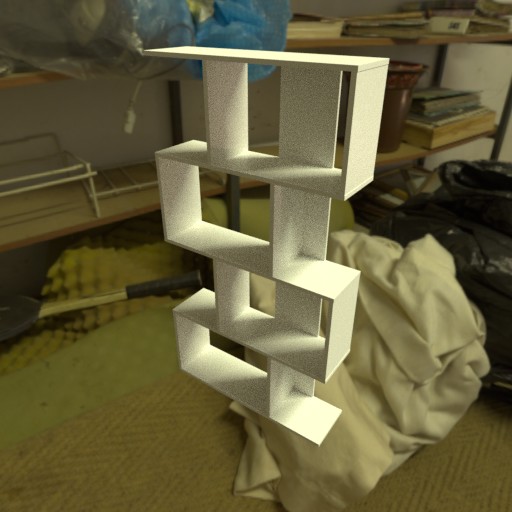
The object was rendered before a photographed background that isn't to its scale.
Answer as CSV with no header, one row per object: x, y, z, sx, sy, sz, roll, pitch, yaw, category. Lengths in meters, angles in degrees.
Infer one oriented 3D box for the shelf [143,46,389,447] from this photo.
0.000,0.000,1.983,0.890,1.650,0.250,19,34,30,shelf
